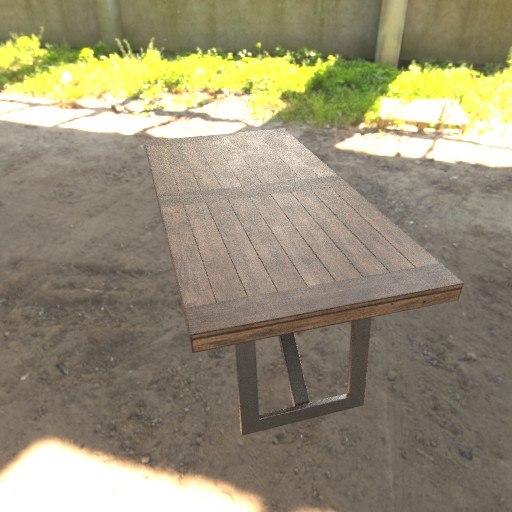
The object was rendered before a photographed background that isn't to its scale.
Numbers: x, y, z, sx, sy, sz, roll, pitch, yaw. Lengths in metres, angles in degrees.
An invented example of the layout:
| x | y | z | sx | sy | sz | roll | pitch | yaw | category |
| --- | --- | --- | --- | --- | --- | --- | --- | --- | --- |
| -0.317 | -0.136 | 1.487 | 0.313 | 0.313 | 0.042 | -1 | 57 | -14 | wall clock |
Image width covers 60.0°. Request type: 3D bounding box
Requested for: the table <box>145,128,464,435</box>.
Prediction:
| x | y | z | sx | sy | sz | roll | pitch | yaw | category |
| --- | --- | --- | --- | --- | --- | --- | --- | --- | --- |
| 0.000 | 0.000 | 2.355 | 0.931 | 0.757 | 1.867 | -9 | 33 | -13 | table |
